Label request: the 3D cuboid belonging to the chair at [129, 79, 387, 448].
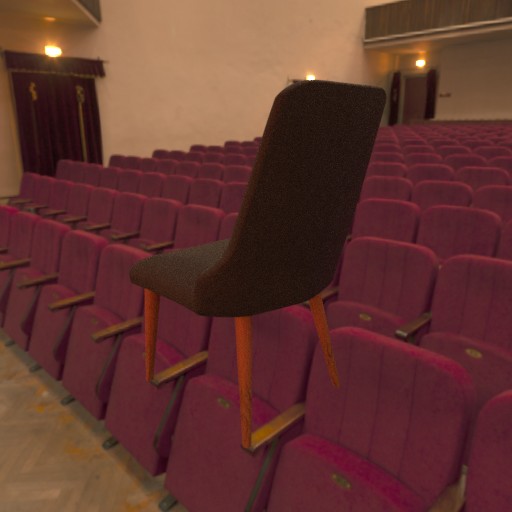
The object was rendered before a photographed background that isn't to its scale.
[{"bbox_3d":[0.000,0.000,1.168,0.504,0.820,0.567,-16,23,-42],"label":"chair"}]
